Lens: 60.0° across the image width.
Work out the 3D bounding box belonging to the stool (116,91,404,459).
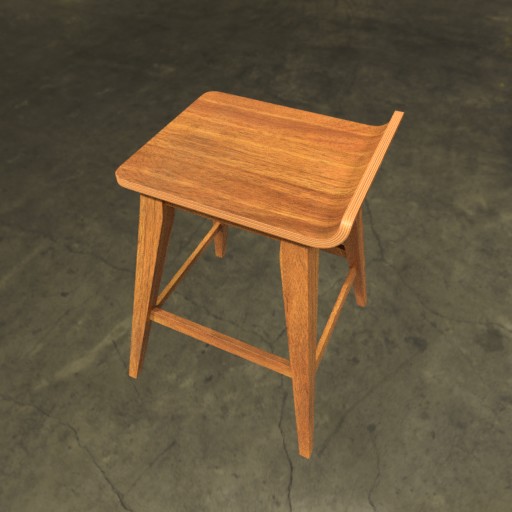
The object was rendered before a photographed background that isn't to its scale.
[{"bbox_3d":[0.000,0.000,1.006,0.500,0.650,0.500,19,49,17],"label":"stool"}]
